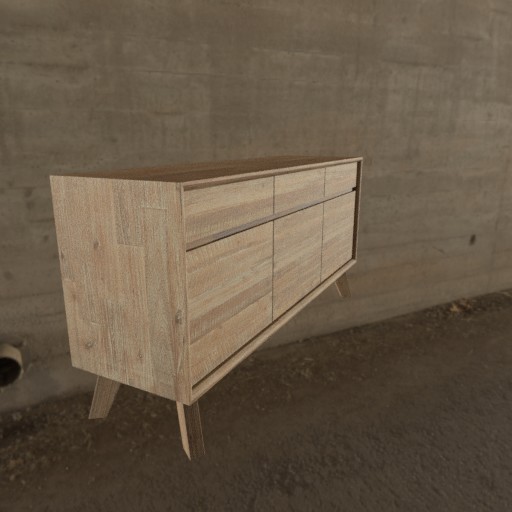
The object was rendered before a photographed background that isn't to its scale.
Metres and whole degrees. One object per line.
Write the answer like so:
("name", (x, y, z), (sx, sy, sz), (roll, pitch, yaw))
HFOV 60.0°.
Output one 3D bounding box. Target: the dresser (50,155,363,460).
("dresser", (0.000, 0.000, 1.920), (0.455, 0.788, 1.602), (8, 17, 27))
